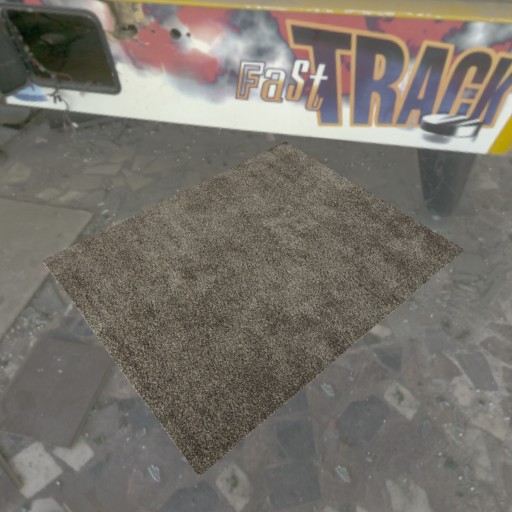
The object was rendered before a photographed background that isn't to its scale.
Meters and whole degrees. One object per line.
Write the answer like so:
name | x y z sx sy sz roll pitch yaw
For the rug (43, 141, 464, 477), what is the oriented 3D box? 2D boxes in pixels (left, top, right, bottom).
rug | 0.000 0.000 4.033 3.000 0.025 2.401 -32 54 -27
